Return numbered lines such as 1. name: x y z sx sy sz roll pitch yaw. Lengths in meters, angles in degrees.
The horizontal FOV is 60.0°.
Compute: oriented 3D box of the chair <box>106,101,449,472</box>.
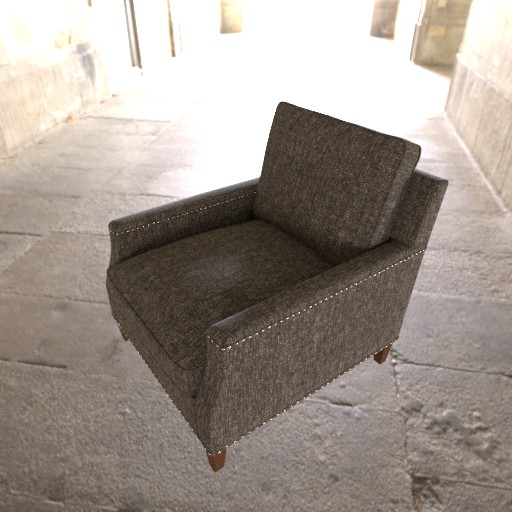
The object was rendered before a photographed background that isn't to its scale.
1. chair: 0.000 0.000 1.707 1.014 0.943 0.853 -21 38 -30
